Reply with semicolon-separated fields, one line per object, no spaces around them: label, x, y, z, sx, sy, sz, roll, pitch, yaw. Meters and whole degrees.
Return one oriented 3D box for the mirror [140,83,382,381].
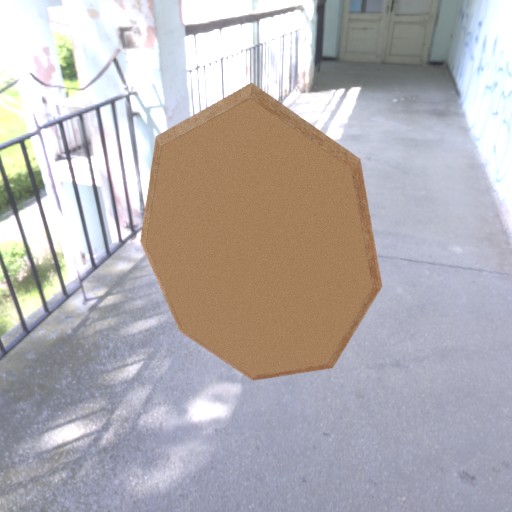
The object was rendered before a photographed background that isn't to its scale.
mirror;0.000;0.000;1.029;0.577;0.774;0.070;10;34;15
